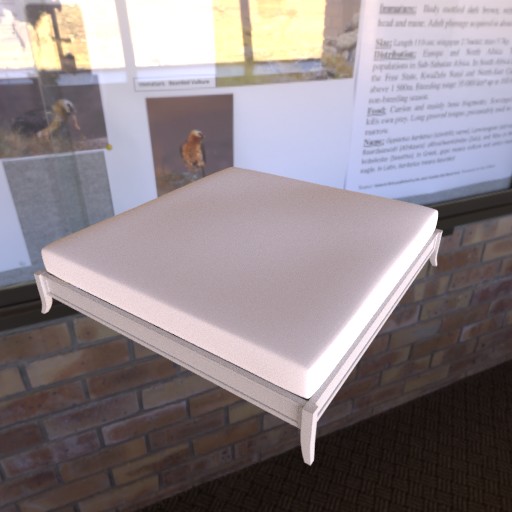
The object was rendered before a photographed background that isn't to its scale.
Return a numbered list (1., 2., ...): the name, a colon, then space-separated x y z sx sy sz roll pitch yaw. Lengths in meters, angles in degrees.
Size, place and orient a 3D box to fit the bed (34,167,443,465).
1. bed: 0.000 0.000 3.082 2.007 0.510 2.108 18 34 29
